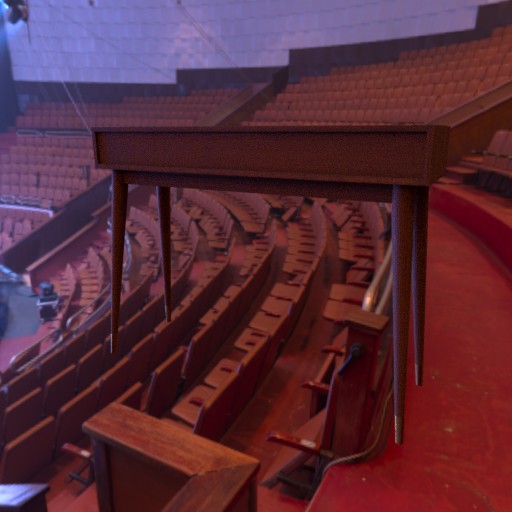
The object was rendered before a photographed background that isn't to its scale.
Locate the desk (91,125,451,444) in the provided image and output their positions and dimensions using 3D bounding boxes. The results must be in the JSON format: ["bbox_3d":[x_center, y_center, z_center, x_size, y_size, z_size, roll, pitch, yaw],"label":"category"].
[{"bbox_3d":[0.000,0.000,1.636,1.204,0.917,0.384,8,18,28],"label":"desk"}]
